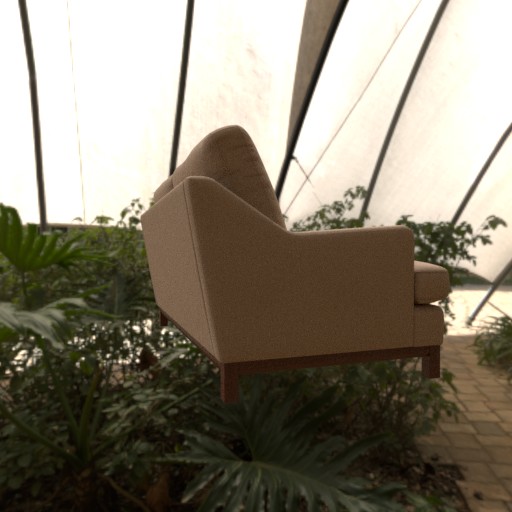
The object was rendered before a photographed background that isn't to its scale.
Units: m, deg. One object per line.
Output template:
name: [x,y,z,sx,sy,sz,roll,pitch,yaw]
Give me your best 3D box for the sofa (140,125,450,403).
sofa: [0.000,0.000,2.247,1.004,0.910,1.619,0,1,-20]
